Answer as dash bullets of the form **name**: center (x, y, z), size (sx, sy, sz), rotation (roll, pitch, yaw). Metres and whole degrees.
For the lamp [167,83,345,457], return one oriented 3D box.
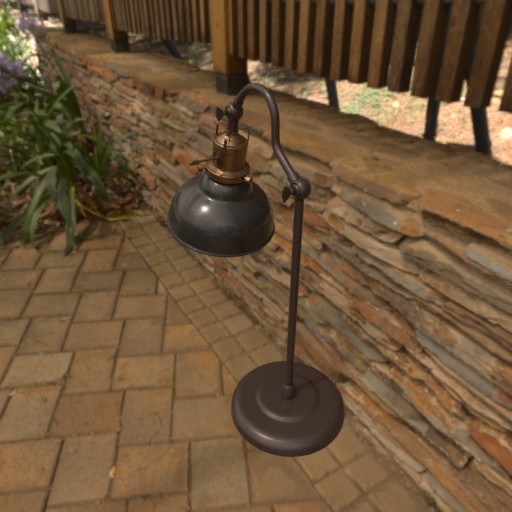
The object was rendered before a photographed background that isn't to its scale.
- **lamp**: center (0.000, 0.000, 0.691), size (0.192, 0.508, 0.374), rotation (-20, 36, -31)
